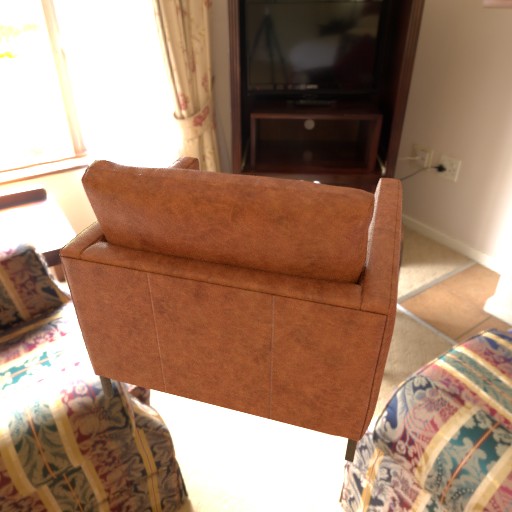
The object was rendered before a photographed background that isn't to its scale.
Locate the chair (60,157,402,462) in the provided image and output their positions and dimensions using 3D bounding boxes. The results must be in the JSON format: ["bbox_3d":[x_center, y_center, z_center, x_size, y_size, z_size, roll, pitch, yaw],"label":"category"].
[{"bbox_3d":[0.000,0.000,1.597,0.967,0.869,0.862,9,33,14],"label":"chair"}]
